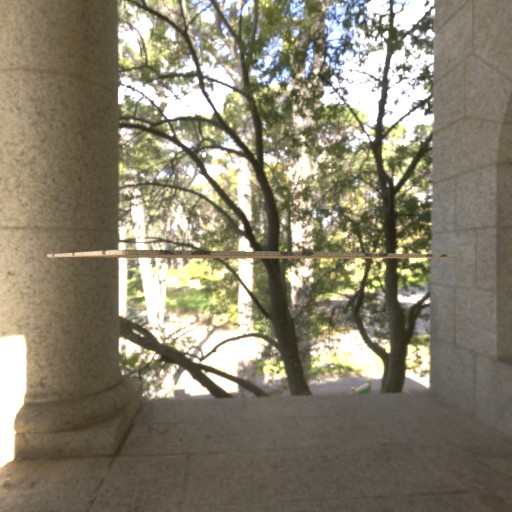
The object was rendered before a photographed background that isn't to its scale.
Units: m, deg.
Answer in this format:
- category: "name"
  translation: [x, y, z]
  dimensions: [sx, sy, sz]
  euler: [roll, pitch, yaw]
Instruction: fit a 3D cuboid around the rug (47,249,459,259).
- category: "rug"
  translation: [0.000, 0.000, 3.469]
  dimensions: [2.701, 0.026, 1.801]
  euler: [0, -1, -35]
